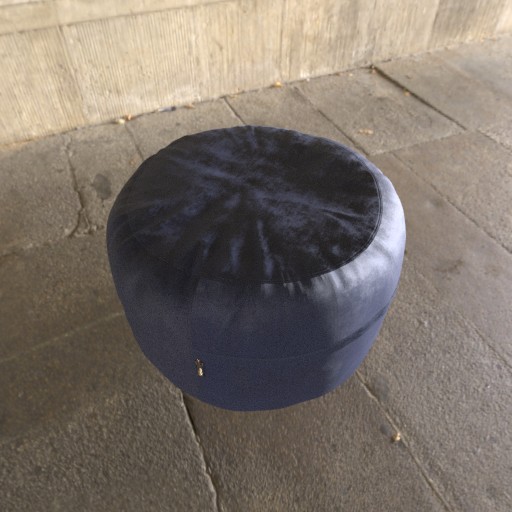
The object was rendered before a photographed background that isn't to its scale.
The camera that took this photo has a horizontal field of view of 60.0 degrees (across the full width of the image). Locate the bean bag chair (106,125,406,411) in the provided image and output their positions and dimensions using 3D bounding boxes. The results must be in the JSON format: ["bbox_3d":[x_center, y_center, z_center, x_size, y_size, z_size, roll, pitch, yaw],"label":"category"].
[{"bbox_3d":[0.000,0.000,1.974,1.219,0.762,1.219,0,46,0],"label":"bean bag chair"}]
